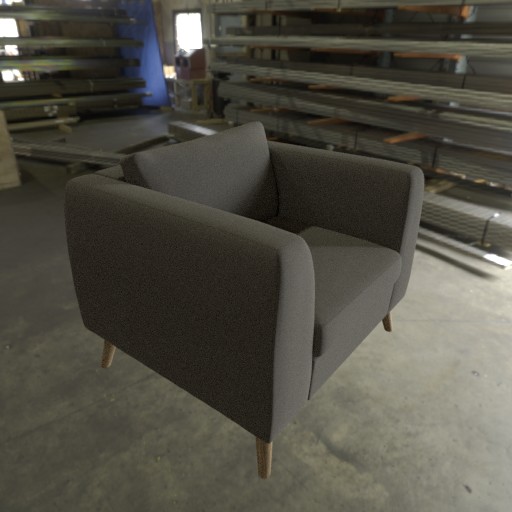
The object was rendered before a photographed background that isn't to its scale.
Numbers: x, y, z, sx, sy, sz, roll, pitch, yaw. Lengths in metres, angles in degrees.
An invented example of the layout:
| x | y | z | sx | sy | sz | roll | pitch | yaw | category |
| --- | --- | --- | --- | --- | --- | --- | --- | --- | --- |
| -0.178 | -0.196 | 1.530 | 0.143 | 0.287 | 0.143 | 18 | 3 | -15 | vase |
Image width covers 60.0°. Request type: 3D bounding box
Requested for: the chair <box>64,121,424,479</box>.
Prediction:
| x | y | z | sx | sy | sz | roll | pitch | yaw | category |
| --- | --- | --- | --- | --- | --- | --- | --- | --- | --- |
| 0.000 | 0.000 | 1.686 | 0.930 | 0.860 | 1.000 | 19 | 32 | 33 | chair |
